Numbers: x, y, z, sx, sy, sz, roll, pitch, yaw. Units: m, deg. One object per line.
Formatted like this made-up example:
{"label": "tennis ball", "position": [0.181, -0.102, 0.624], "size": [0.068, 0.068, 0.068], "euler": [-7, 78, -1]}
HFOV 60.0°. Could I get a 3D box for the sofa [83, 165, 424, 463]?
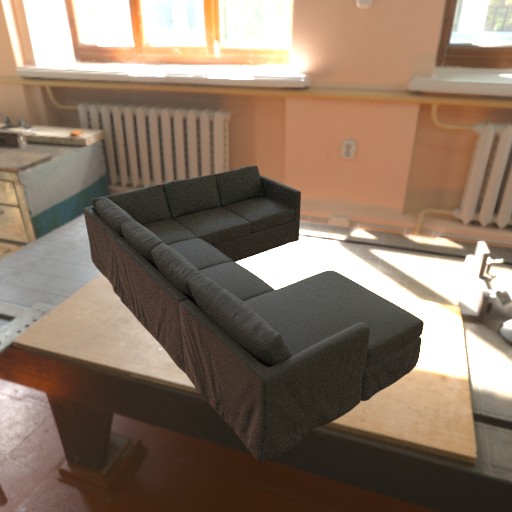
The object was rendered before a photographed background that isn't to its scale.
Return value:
{"label": "sofa", "position": [0.000, 0.000, 4.548], "size": [2.476, 0.878, 3.528], "euler": [-18, 32, -32]}
